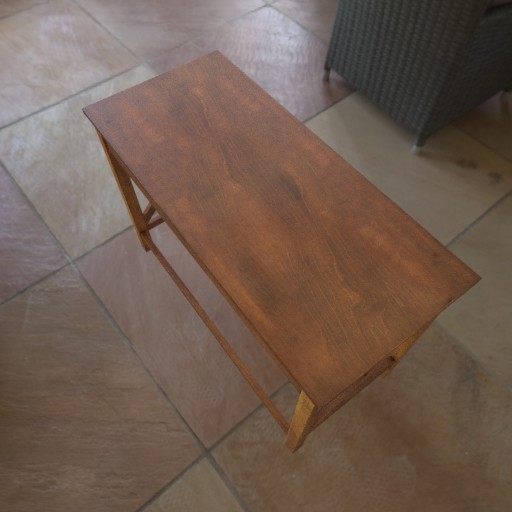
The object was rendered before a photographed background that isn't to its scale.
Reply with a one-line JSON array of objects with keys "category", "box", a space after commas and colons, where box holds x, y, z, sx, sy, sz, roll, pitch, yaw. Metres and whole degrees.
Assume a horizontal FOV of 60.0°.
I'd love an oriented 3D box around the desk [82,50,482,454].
[{"category": "desk", "box": [0.000, 0.000, 1.528, 0.508, 0.762, 1.117, -32, 63, -18]}]
